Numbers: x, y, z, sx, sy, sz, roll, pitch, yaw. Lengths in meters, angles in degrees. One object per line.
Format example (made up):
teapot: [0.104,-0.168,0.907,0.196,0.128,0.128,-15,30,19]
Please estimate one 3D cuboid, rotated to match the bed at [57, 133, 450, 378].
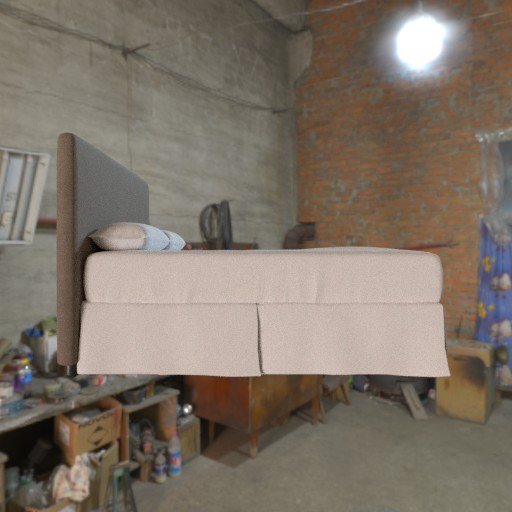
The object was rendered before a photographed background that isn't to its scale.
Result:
bed: [0.000,0.000,3.185,2.142,1.330,1.723,0,0,0]
